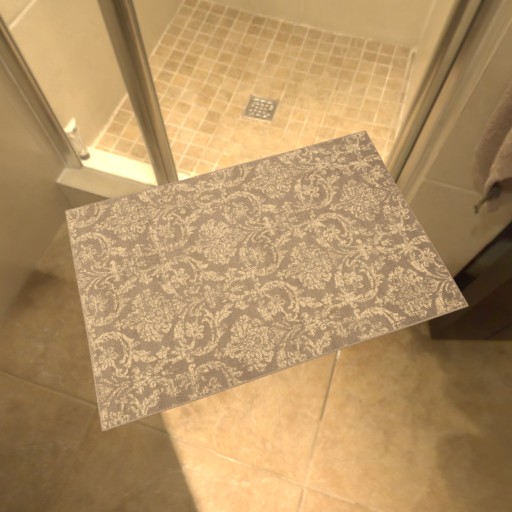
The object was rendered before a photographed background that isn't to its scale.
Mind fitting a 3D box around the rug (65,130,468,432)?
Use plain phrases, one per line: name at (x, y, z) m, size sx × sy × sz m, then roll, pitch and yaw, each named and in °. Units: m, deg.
rug at (0.000, 0.000, 3.502) m, size 2.746 × 0.018 × 1.819 m, roll -17°, pitch 64°, yaw -8°
